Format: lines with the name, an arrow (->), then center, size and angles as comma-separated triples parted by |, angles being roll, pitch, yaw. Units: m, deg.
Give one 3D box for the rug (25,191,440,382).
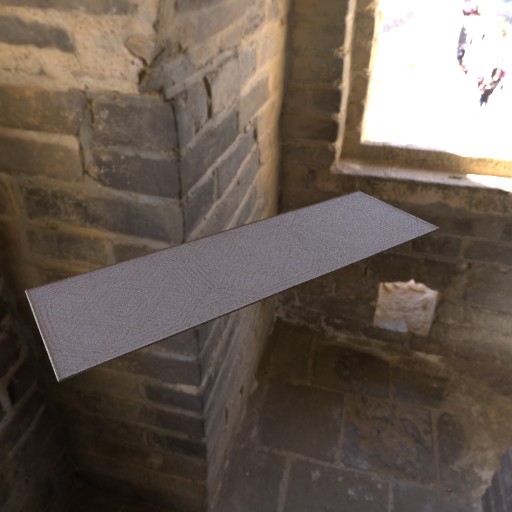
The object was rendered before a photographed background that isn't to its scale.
rug -> 0.000, 0.000, 2.672 | 2.452, 0.012, 0.775 | -19, 36, -28
